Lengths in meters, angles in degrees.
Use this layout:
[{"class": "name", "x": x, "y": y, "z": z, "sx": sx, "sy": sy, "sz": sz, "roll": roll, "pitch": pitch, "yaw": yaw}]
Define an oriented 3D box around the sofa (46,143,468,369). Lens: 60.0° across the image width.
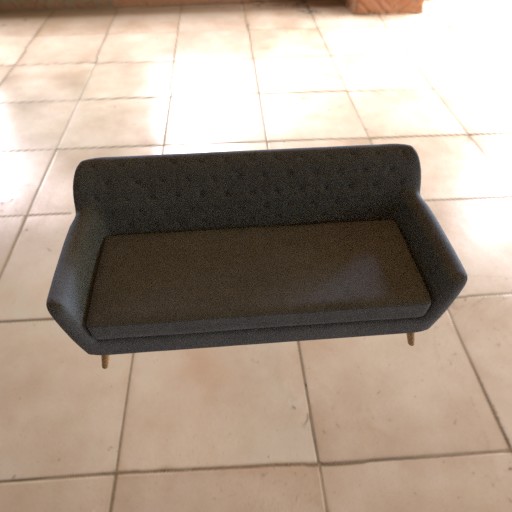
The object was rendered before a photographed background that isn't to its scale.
[{"class": "sofa", "x": 0.000, "y": 0.000, "z": 2.413, "sx": 1.970, "sy": 0.830, "sz": 0.830, "roll": -4, "pitch": 46, "yaw": -3}]
